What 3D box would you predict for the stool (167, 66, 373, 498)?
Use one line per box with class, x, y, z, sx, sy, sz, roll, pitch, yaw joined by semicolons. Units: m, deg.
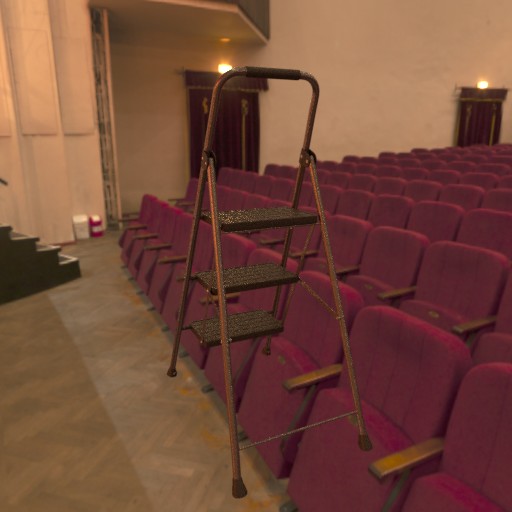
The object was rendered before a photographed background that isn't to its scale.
stool;0.000;0.000;1.455;0.473;1.121;0.733;-7;17;-25
